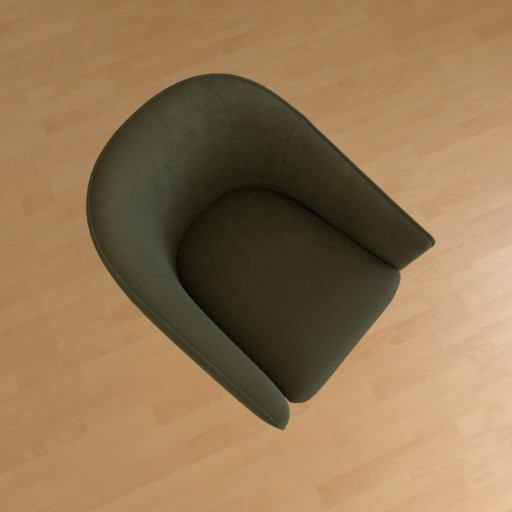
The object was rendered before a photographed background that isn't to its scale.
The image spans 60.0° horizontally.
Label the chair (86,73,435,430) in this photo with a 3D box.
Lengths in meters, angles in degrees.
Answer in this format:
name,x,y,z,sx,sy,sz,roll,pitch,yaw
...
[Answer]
name,x,y,z,sx,sy,sz,roll,pitch,yaw
chair,0.000,0.000,1.470,0.875,0.799,0.747,40,79,10
